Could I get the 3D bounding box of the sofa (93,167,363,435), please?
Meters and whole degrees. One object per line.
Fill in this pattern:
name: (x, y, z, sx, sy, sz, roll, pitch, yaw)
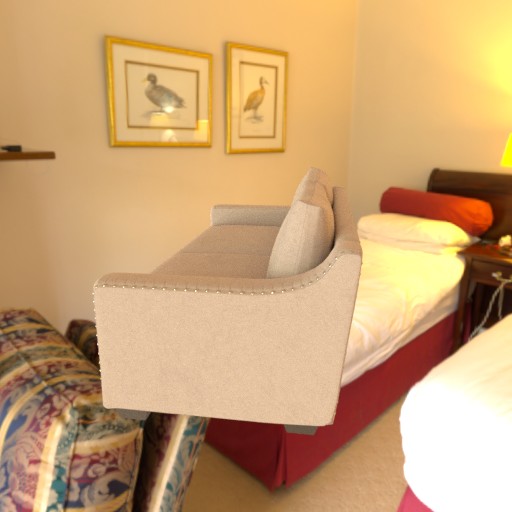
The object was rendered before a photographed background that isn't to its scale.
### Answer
sofa: (0.000, 0.000, 2.557, 1.030, 0.901, 1.967, 2, 16, 9)
